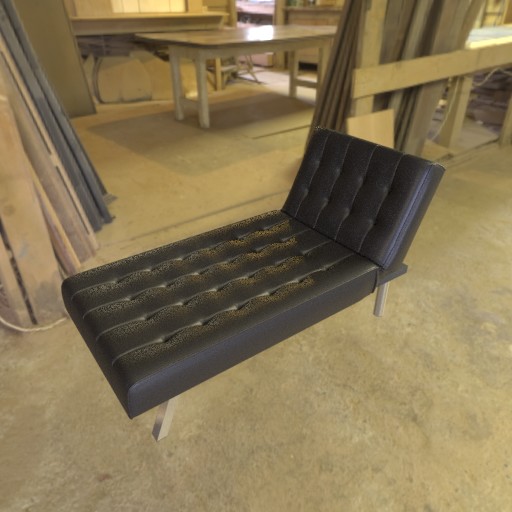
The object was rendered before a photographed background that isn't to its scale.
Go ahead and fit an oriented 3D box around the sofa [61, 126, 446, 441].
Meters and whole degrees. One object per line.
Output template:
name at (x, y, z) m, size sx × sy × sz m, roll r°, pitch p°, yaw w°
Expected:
sofa at (0.000, 0.000, 2.010) m, size 1.560 × 0.820 × 0.760 m, roll -21°, pitch 37°, yaw -30°
